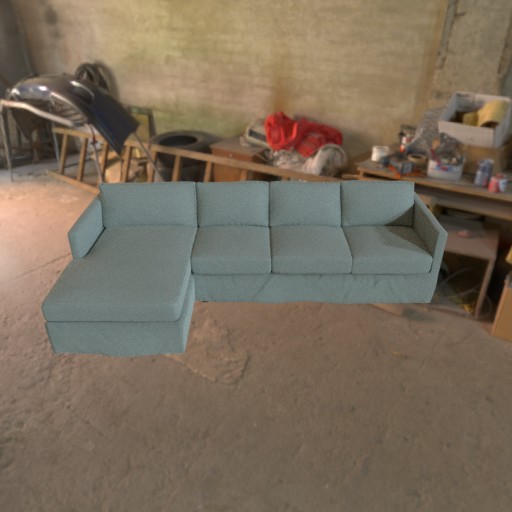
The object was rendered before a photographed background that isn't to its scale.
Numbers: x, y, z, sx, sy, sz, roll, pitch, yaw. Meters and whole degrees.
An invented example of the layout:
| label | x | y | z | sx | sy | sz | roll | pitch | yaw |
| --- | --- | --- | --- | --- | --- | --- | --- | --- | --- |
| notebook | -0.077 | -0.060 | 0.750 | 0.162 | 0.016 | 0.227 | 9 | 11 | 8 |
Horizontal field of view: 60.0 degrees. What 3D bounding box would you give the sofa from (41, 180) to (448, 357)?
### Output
| label | x | y | z | sx | sy | sz | roll | pitch | yaw |
| --- | --- | --- | --- | --- | --- | --- | --- | --- | --- |
| sofa | 0.000 | 0.000 | 3.896 | 3.205 | 0.922 | 1.650 | 0 | 31 | 0 |
